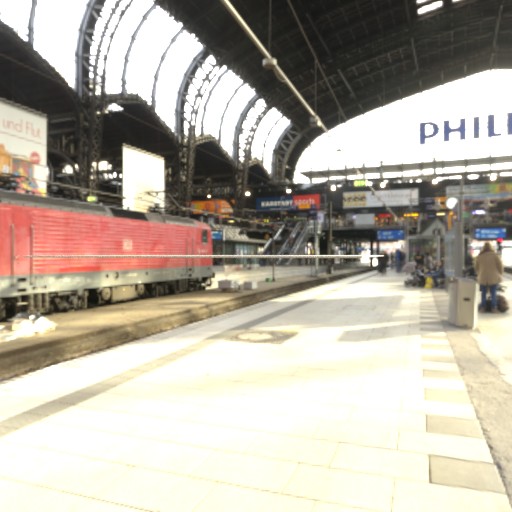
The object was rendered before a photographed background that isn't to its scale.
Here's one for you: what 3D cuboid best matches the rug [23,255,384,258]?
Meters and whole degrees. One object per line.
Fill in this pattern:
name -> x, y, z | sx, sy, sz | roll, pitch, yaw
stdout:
rug -> 0.000, 0.000, 2.311 | 1.226, 0.007, 1.815 | 0, 0, 18
